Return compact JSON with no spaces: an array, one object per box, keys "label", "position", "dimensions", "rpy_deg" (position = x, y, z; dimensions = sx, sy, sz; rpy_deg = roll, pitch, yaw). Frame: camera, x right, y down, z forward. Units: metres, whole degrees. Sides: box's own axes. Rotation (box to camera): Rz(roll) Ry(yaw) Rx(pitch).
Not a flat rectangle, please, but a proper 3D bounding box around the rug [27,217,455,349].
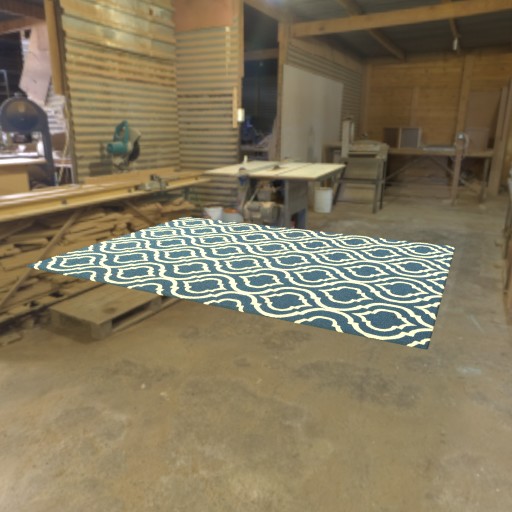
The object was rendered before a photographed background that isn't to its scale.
[{"label":"rug","position":[0.000,0.000,2.687],"dimensions":[2.134,0.010,1.524],"rpy_deg":[8,18,25]}]
